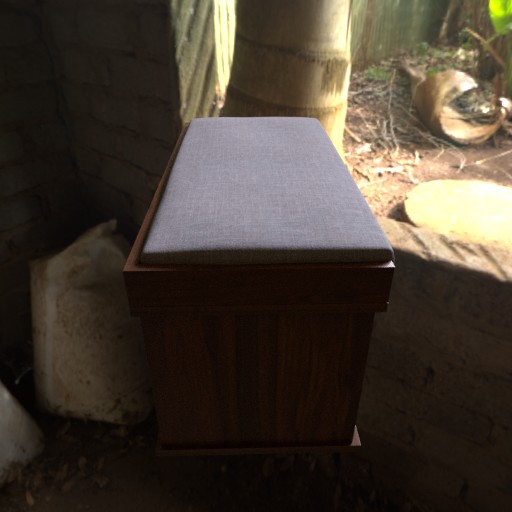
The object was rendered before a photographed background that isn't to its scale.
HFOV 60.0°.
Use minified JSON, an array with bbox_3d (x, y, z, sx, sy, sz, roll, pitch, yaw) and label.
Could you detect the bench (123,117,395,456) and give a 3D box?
[{"bbox_3d":[0.000,0.000,0.988,0.362,0.461,0.734,-1,31,-1],"label":"bench"}]
